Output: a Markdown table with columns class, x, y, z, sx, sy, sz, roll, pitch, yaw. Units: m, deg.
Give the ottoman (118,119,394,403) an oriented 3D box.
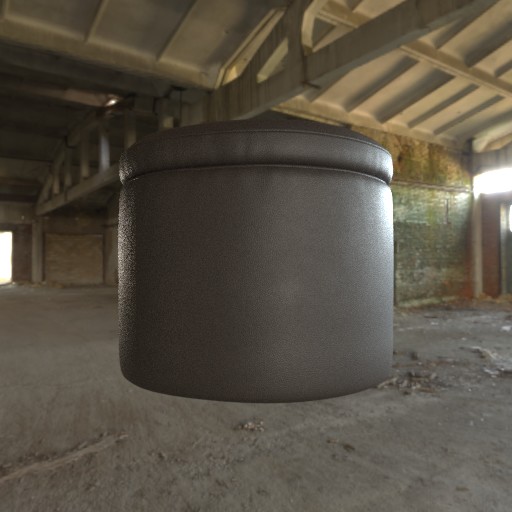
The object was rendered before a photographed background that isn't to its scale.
| class | x | y | z | sx | sy | sz | roll | pitch | yaw |
| --- | --- | --- | --- | --- | --- | --- | --- | --- | --- |
| ottoman | 0.000 | 0.000 | 0.843 | 0.500 | 0.409 | 0.500 | 0 | -1 | 0 |
